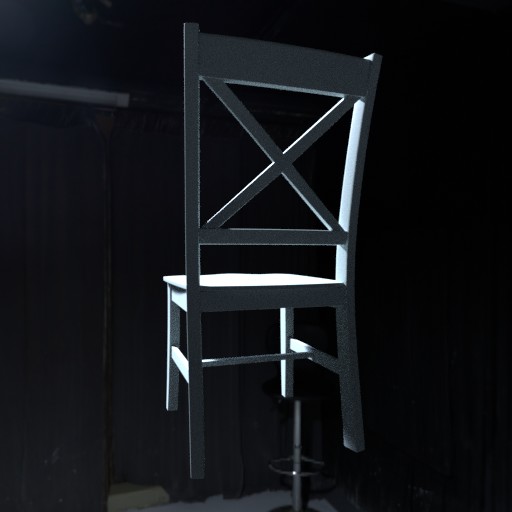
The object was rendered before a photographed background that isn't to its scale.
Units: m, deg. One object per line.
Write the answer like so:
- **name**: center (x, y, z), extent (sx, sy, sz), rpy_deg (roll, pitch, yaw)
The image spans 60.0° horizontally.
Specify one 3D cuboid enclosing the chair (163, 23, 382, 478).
- **chair**: center (0.000, 0.000, 1.244), extent (0.485, 0.983, 0.542), rpy_deg (0, 1, -19)
